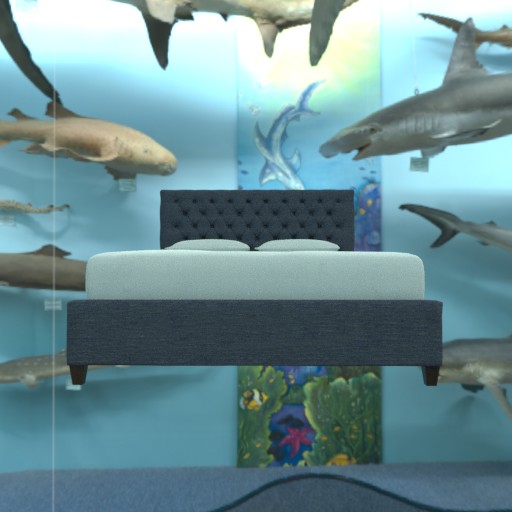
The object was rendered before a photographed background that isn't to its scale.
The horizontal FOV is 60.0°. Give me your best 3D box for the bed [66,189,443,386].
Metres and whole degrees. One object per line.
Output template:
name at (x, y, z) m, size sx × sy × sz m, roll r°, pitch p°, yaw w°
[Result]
bed at (0.000, 0.000, 3.580) m, size 2.078 × 1.427 × 2.387 m, roll 0°, pitch 0°, yaw 1°
